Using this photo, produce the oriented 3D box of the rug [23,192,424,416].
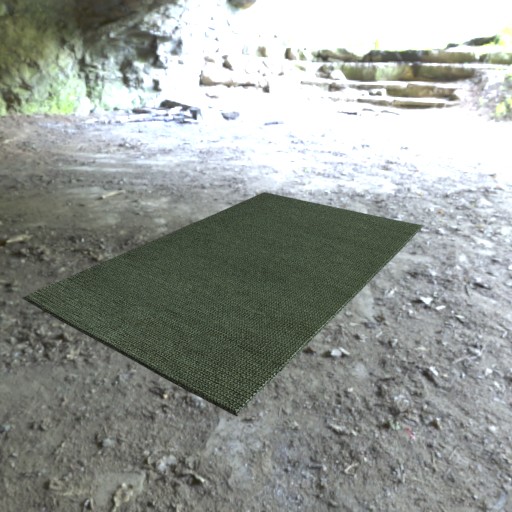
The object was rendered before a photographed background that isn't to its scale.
[{"bbox_3d":[0.000,0.000,3.011,1.538,0.021,2.443,17,30,31],"label":"rug"}]
